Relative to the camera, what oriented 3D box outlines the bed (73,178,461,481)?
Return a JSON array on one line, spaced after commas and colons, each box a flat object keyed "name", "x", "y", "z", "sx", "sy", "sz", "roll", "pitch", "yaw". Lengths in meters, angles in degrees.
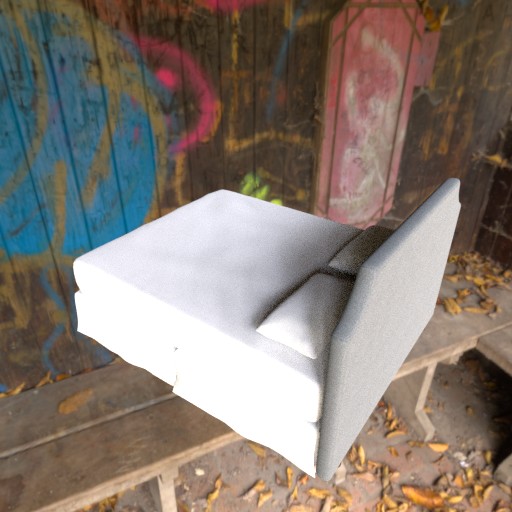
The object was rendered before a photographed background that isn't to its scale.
[{"name": "bed", "x": 0.000, "y": 0.000, "z": 3.251, "sx": 2.259, "sy": 1.296, "sz": 1.811, "roll": 20, "pitch": 36, "yaw": 31}]
